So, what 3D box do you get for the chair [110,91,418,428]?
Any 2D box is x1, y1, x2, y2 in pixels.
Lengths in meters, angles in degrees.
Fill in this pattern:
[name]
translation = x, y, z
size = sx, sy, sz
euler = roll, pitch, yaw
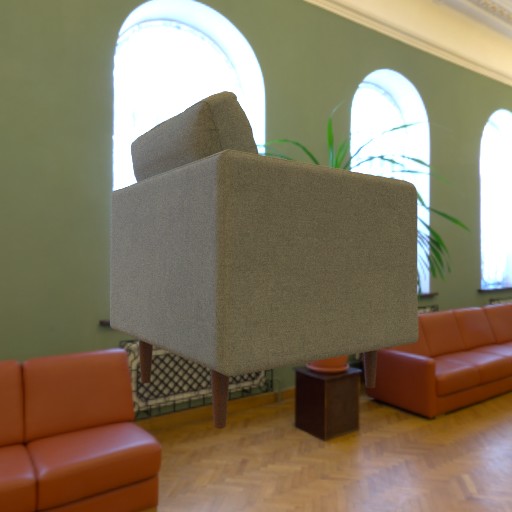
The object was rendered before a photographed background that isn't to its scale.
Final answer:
[chair]
translation = 0.000, 0.000, 1.600
size = 0.800, 0.927, 0.855
euler = 0, 0, -36
